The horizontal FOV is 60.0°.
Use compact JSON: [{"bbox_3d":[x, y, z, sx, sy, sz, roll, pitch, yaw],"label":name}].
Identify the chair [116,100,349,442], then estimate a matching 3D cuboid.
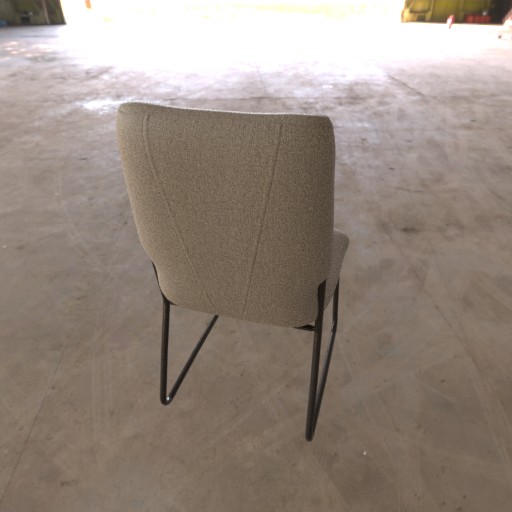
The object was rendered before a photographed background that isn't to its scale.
[{"bbox_3d":[0.000,0.000,1.165,0.448,0.864,0.560,9,33,14],"label":"chair"}]
